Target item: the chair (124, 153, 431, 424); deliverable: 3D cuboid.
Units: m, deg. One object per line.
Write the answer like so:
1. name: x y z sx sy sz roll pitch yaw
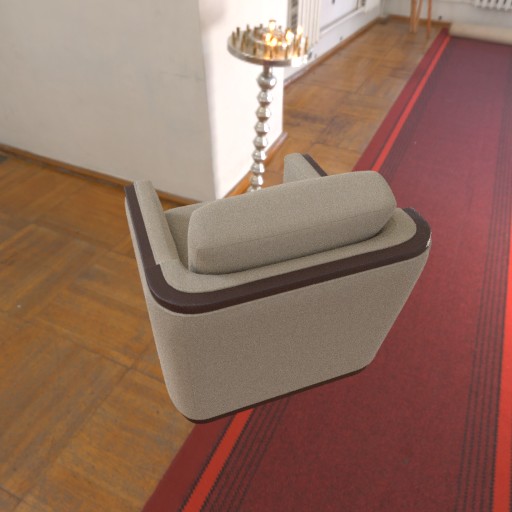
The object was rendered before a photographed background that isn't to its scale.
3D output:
1. chair: 0.000 0.000 1.691 0.870 0.930 0.950 -13 43 -15
